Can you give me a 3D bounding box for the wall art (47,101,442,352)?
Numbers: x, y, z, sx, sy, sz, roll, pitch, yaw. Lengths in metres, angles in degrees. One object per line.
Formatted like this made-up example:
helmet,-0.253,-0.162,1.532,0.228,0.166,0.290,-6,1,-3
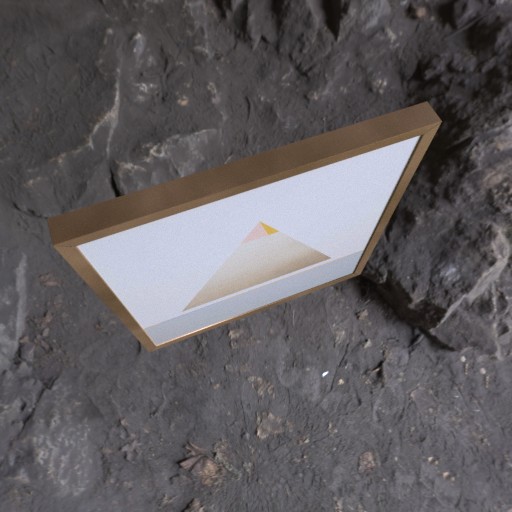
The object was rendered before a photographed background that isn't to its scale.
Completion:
wall art,0.000,0.000,0.784,0.513,0.511,0.038,-19,66,-9
